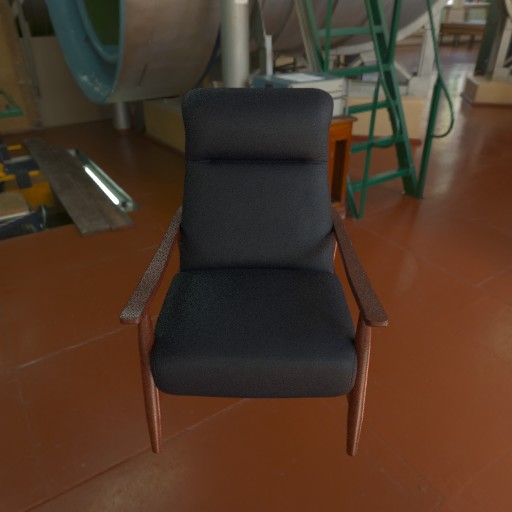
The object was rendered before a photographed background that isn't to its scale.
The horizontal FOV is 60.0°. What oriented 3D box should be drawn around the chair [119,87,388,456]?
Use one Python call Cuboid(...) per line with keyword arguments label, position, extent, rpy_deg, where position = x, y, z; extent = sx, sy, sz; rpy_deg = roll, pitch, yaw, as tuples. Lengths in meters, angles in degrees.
Cuboid(label="chair", position=(0.000, 0.000, 1.721), extent=(0.762, 1.082, 1.014), rpy_deg=(0, 31, 1))
